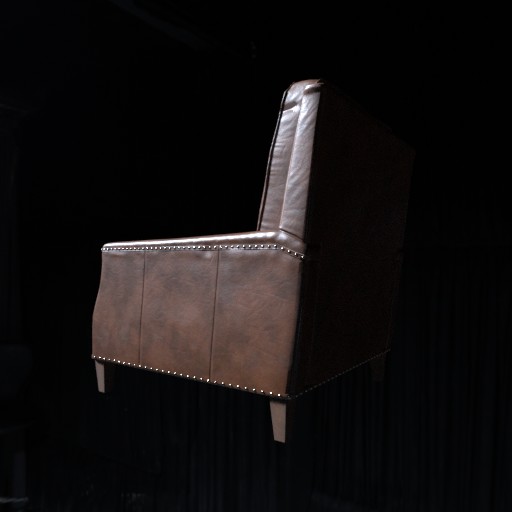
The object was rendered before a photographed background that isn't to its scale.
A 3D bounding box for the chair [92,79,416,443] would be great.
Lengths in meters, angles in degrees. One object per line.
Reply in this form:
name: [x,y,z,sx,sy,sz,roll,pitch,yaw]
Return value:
chair: [0.000,0.000,1.786,1.035,1.054,0.854,0,-1,35]
